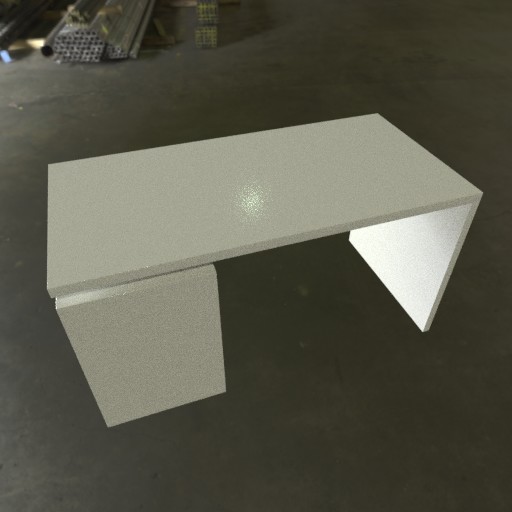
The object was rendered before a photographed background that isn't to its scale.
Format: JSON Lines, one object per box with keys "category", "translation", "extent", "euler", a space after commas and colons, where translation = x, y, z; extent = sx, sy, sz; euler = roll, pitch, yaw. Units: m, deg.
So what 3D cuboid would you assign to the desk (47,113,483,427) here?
{"category": "desk", "translation": [0.000, 0.000, 1.824], "extent": [1.400, 0.740, 0.690], "euler": [-13, 43, -14]}
